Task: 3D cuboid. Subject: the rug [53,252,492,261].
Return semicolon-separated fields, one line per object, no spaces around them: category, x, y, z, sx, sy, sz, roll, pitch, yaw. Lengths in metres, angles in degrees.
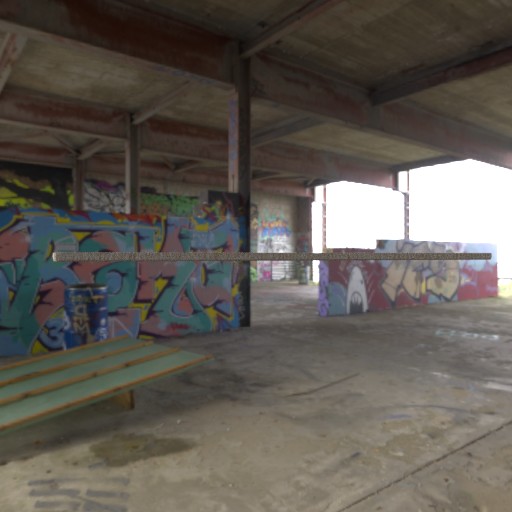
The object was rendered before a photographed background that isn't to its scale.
rug;0.000;0.000;2.073;1.600;0.027;1.200;0;0;-17
